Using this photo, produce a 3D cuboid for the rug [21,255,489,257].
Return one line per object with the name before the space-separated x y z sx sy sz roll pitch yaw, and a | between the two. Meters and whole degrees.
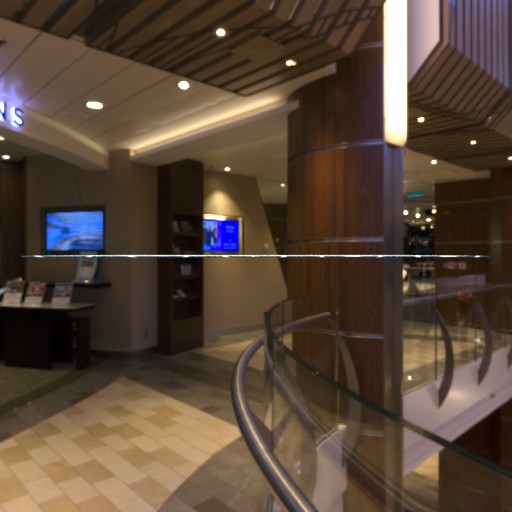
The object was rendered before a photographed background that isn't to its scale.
rug | 0.000 0.000 4.381 3.353 0.010 2.438 0 0 1
